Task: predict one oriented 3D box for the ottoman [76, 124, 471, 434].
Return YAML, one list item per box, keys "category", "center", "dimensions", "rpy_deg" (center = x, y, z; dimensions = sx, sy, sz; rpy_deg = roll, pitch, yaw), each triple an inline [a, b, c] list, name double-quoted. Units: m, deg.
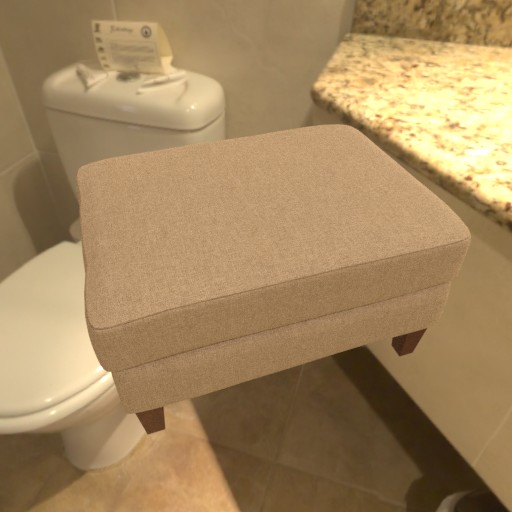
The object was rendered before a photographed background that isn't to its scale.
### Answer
- category: "ottoman"
  center: [0.000, 0.000, 1.293]
  dimensions: [0.898, 0.519, 0.677]
  rpy_deg: [-13, 43, -14]
